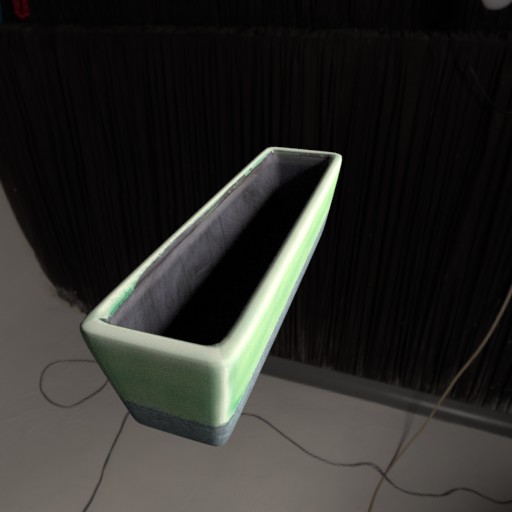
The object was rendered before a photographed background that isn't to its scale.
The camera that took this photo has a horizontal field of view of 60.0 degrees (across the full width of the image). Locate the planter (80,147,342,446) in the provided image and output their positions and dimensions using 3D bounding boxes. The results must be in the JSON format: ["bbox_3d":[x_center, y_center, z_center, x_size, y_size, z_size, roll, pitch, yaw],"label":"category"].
[{"bbox_3d":[0.000,0.000,0.305,0.072,0.072,0.275,10,32,16],"label":"planter"}]
